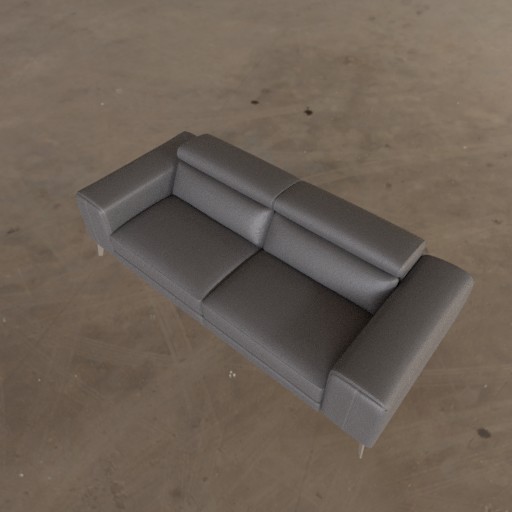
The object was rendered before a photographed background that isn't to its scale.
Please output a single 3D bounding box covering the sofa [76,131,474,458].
[{"bbox_3d":[0.000,0.000,2.807,2.321,0.759,1.023,32,55,26],"label":"sofa"}]
